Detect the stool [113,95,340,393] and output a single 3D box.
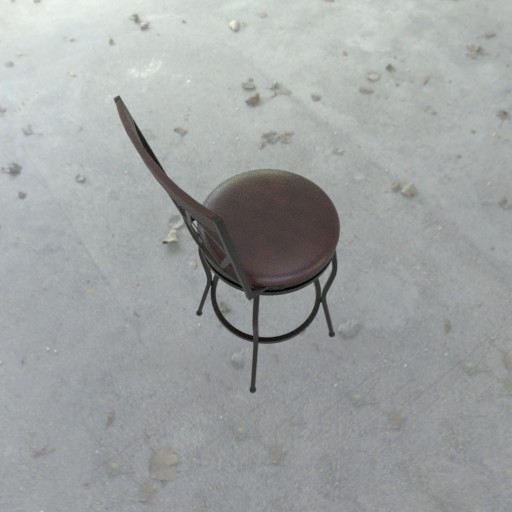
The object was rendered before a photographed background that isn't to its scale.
[{"bbox_3d":[0.000,0.000,1.407,0.521,1.134,0.432,-30,62,-18],"label":"stool"}]
